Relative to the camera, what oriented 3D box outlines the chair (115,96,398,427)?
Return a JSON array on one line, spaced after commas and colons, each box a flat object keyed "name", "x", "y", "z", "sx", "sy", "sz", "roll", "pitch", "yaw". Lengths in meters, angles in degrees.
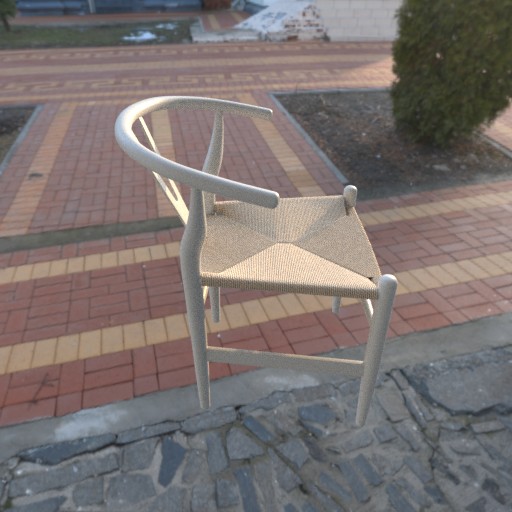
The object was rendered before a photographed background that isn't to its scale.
[{"name": "chair", "x": 0.000, "y": 0.000, "z": 1.132, "sx": 0.579, "sy": 0.730, "sz": 0.569, "roll": 0, "pitch": 33, "yaw": 0}]
